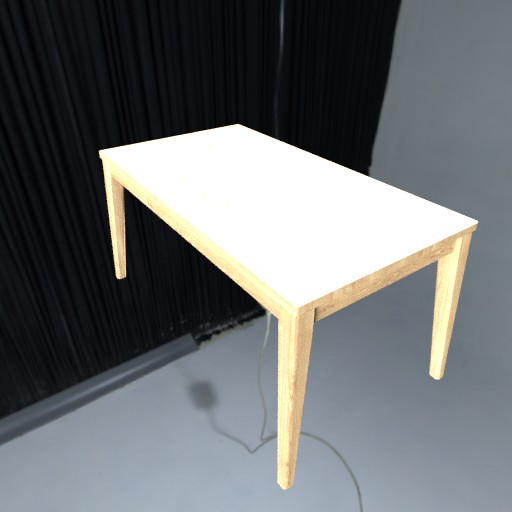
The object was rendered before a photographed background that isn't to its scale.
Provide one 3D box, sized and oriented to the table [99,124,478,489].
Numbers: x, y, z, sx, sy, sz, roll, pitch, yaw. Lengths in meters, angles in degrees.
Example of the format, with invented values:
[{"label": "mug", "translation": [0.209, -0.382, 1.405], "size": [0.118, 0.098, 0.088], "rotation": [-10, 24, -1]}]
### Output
[{"label": "table", "translation": [0.000, 0.000, 2.090], "size": [0.900, 0.760, 1.600], "rotation": [-21, 37, -30]}]
